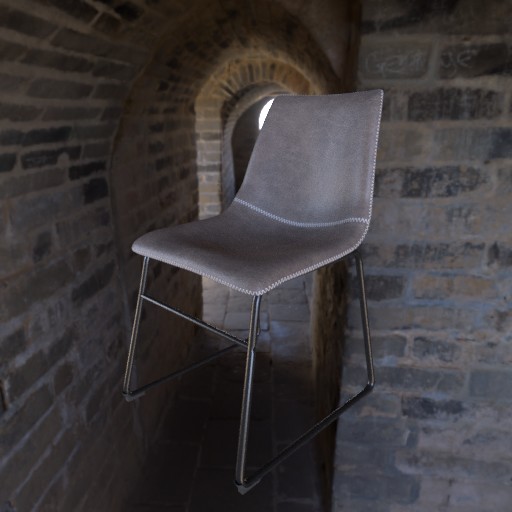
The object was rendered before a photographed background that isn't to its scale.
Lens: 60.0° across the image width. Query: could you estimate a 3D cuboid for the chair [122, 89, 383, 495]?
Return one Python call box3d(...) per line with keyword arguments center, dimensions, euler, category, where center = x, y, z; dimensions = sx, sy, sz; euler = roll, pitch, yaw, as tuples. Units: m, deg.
box3d(center=(0.000, 0.000, 1.092), dimensions=(0.460, 0.780, 0.550), euler=(16, 23, 42), category="chair")
